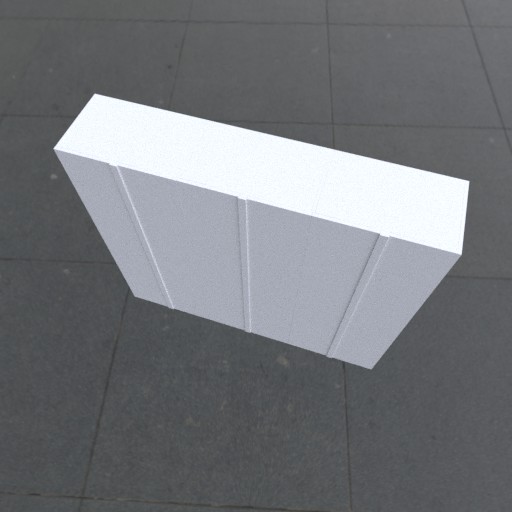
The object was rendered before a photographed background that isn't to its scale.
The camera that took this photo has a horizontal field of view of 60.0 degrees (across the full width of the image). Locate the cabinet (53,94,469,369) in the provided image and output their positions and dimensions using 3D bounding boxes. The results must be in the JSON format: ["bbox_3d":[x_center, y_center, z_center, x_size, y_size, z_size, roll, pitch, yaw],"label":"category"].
[{"bbox_3d":[0.000,0.000,3.949,2.700,2.370,0.590,16,61,9],"label":"cabinet"}]
